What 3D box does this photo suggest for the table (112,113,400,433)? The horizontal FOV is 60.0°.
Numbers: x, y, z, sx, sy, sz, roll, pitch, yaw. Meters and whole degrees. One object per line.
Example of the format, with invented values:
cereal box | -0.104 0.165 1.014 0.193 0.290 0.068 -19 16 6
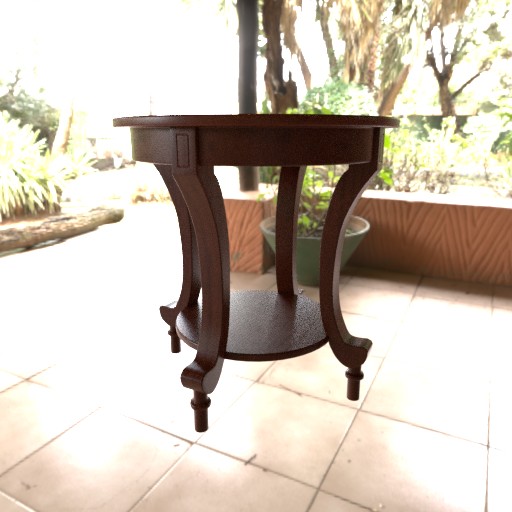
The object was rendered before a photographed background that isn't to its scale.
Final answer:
table | 0.000 0.000 1.041 0.597 0.612 0.597 0 15 0
